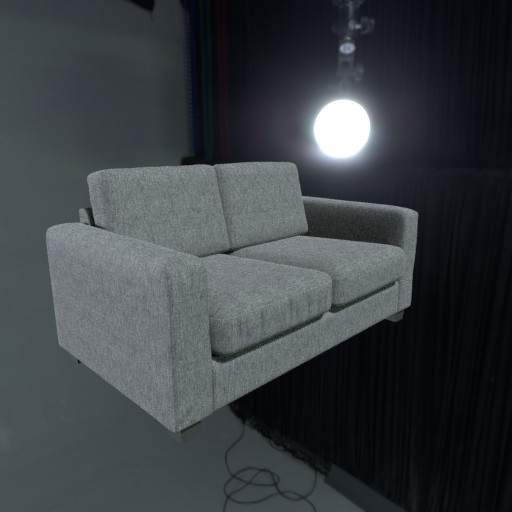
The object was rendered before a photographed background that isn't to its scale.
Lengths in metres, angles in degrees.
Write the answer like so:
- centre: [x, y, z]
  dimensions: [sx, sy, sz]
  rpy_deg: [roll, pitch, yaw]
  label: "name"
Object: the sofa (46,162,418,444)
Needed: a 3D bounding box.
- centre: [0.000, 0.000, 2.008]
  dimensions: [0.900, 0.800, 1.520]
  rpy_deg: [14, 20, 43]
  label: "sofa"
